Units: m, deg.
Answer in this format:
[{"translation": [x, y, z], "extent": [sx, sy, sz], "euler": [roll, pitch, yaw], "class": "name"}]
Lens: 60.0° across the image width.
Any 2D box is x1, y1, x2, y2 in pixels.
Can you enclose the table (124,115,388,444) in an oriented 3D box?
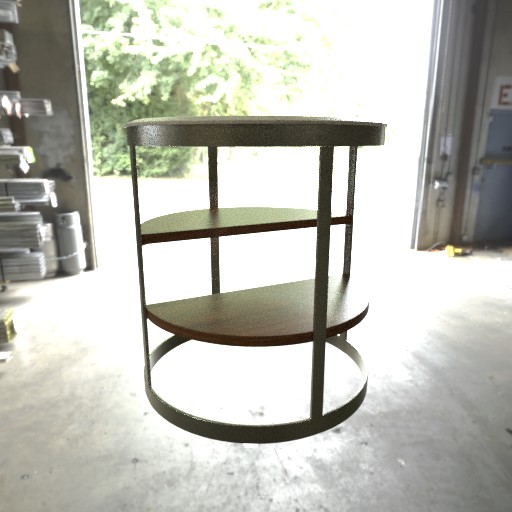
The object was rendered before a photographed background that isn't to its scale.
[{"translation": [0.000, 0.000, 0.768], "extent": [0.407, 0.447, 0.407], "euler": [0, 15, 0], "class": "table"}]
